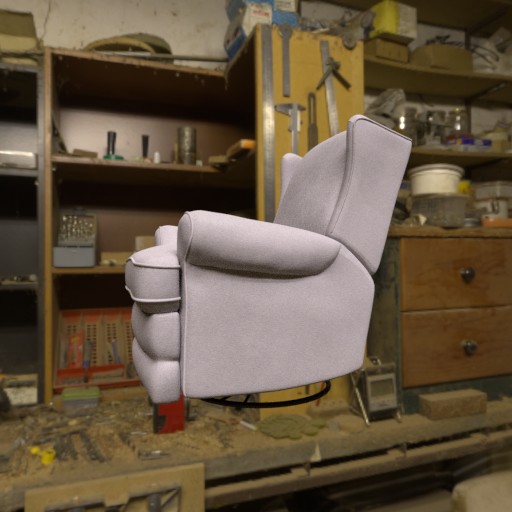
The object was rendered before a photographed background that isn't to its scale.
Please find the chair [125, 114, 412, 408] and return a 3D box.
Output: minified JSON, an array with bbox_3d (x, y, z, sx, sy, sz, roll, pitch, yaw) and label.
[{"bbox_3d":[0.000,0.000,1.746,0.969,1.011,0.847,0,0,-19],"label":"chair"}]
